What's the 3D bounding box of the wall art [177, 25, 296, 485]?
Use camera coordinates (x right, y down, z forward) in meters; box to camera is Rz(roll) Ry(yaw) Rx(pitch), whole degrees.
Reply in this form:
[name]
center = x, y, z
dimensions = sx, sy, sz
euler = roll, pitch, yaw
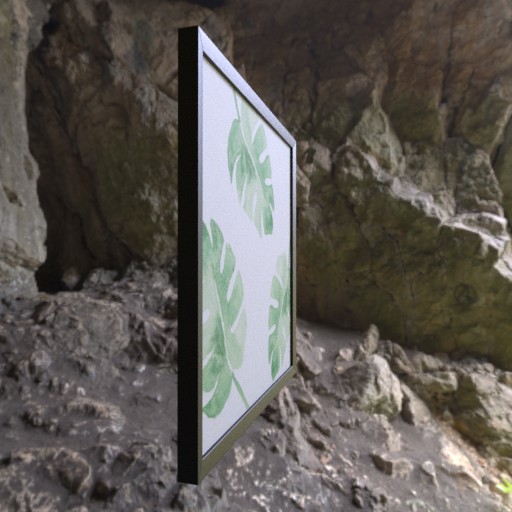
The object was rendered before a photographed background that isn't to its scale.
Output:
[wall art]
center = 0.000, 0.000, 1.106
dimensions = 0.038, 0.765, 0.765
euler = 0, 0, 17
